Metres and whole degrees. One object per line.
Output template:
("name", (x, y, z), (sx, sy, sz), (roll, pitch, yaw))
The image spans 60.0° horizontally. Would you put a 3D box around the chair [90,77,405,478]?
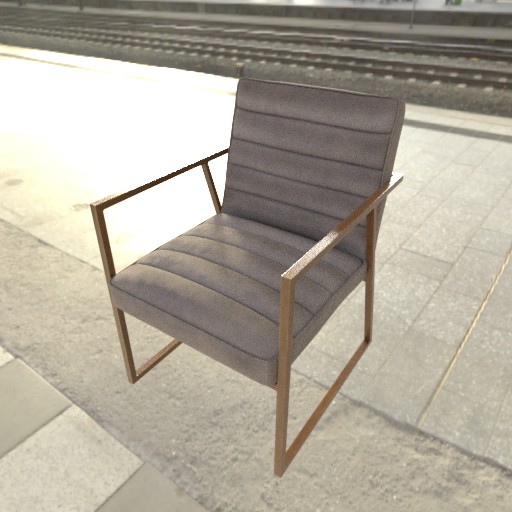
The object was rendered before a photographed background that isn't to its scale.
("chair", (0.000, 0.000, 1.280), (0.578, 0.843, 0.682), (20, 37, 29))
